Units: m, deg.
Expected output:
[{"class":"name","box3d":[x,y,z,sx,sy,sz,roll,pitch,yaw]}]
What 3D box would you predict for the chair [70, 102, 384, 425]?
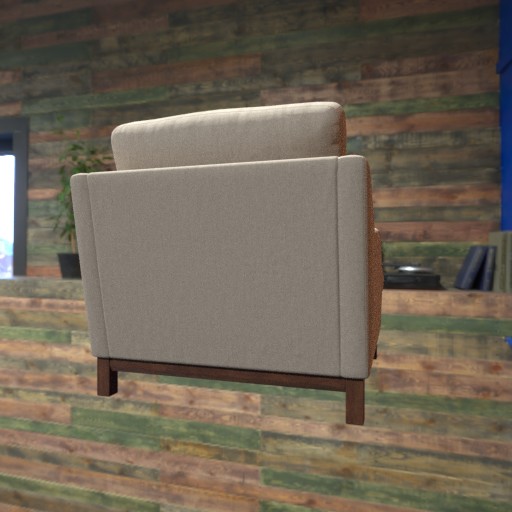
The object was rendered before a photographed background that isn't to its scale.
[{"class":"chair","box3d":[0.000,0.000,1.687,0.912,0.916,1.001,0,0,18]}]
